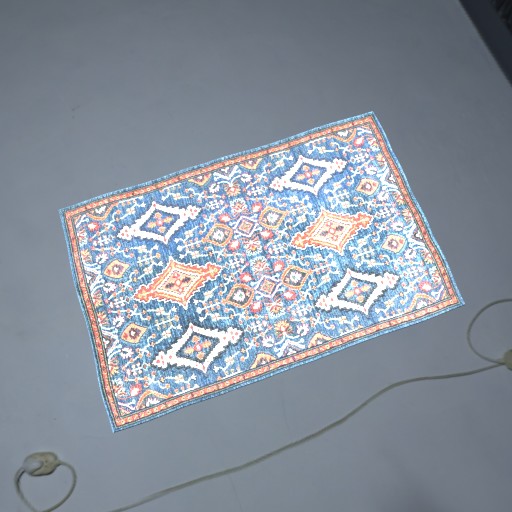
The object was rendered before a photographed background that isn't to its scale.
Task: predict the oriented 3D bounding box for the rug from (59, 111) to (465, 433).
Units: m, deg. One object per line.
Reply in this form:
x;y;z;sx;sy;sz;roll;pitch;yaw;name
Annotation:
0.000;0.000;2.309;1.847;0.014;1.195;-19;75;-5;rug
